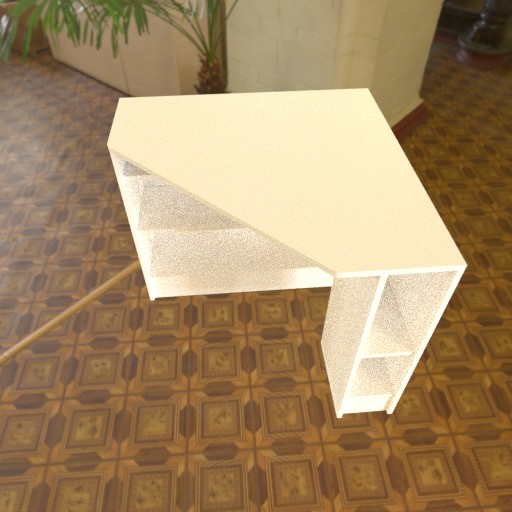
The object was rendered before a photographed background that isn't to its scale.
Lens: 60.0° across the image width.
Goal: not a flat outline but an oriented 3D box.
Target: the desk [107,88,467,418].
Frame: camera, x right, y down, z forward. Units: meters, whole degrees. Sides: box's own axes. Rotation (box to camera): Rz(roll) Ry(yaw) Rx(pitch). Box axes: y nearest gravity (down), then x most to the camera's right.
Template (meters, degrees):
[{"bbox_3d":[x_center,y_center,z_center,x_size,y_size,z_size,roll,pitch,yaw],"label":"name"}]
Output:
[{"bbox_3d":[0.000,0.000,1.651,0.940,0.818,0.926,-3,46,-3],"label":"desk"}]
